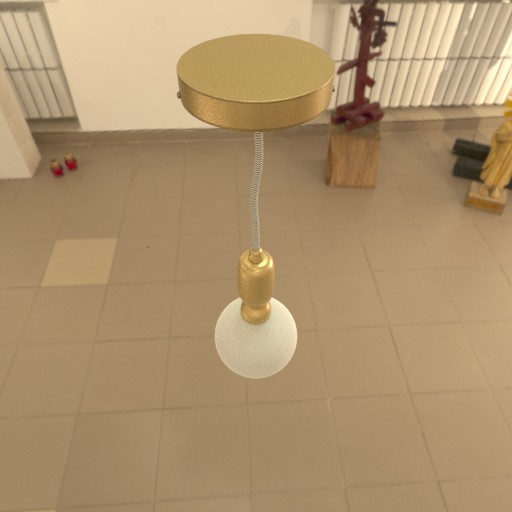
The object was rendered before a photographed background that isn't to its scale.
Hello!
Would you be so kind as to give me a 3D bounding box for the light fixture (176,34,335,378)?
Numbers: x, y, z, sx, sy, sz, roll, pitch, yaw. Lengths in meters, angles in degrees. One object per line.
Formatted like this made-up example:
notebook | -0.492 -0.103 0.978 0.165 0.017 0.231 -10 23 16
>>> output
light fixture | 0.000 0.000 0.588 0.147 0.510 0.146 -3 47 -3
